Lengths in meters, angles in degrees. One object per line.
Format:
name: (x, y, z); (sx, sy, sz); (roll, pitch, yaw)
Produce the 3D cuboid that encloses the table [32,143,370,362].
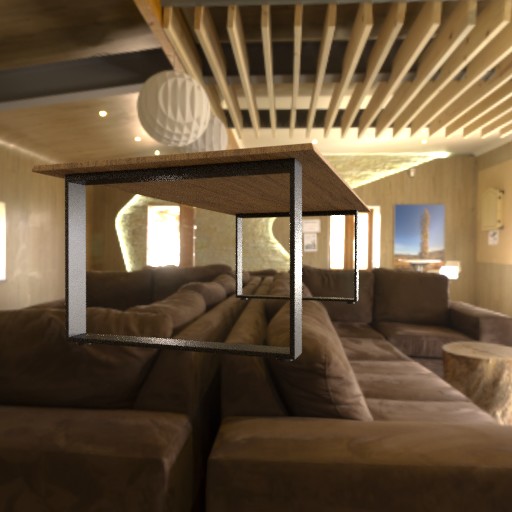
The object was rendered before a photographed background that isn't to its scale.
table: (0.000, 0.000, 1.591); (0.693, 0.445, 1.331); (0, 0, 19)
